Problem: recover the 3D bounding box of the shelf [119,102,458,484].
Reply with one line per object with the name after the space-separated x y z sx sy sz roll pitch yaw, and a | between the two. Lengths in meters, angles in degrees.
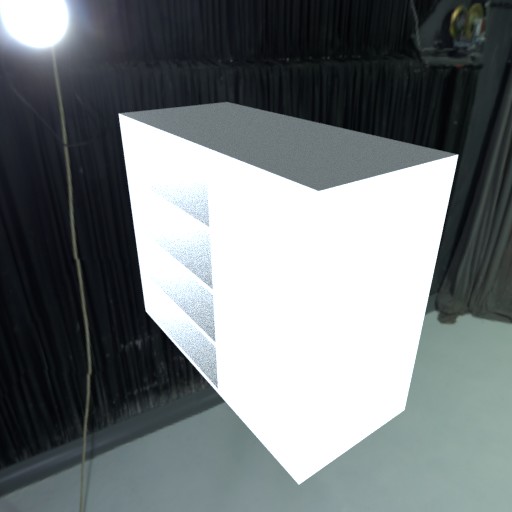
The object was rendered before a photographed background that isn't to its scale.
0.000 0.000 1.312 0.396 0.732 0.895 -18 33 -31 | shelf
